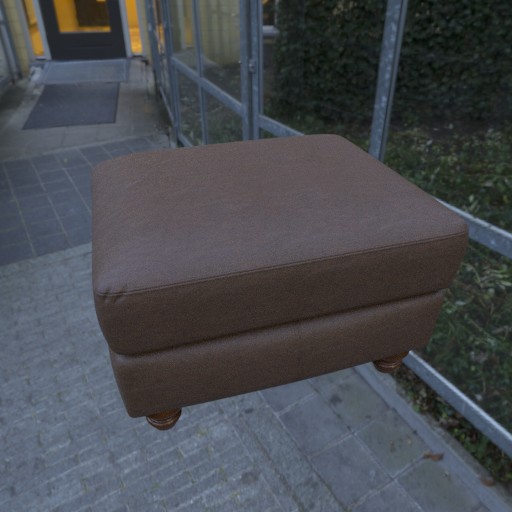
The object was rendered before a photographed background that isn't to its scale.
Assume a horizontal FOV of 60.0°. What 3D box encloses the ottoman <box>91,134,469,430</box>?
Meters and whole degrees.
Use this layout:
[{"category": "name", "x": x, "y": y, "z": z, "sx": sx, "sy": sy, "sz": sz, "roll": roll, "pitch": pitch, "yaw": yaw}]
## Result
[{"category": "ottoman", "x": 0.000, "y": 0.000, "z": 1.161, "sx": 0.787, "sy": 0.508, "sz": 0.635, "roll": -10, "pitch": 34, "yaw": -14}]
